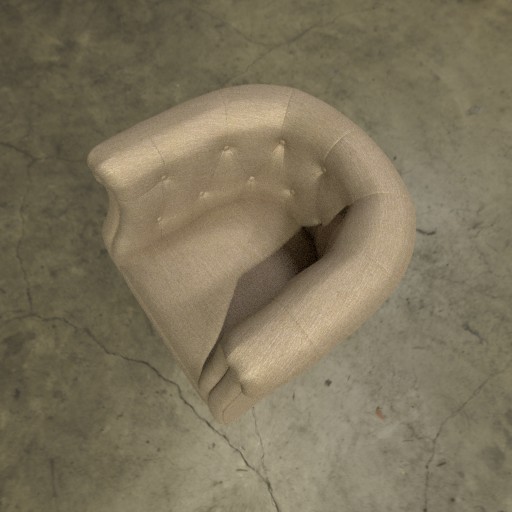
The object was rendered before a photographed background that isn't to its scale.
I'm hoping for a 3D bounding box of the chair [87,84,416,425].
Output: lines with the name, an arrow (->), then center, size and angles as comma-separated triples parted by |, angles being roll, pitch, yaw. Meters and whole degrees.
chair -> 0.000, 0.000, 1.576 | 0.852, 0.827, 0.905 | -33, 68, -15
